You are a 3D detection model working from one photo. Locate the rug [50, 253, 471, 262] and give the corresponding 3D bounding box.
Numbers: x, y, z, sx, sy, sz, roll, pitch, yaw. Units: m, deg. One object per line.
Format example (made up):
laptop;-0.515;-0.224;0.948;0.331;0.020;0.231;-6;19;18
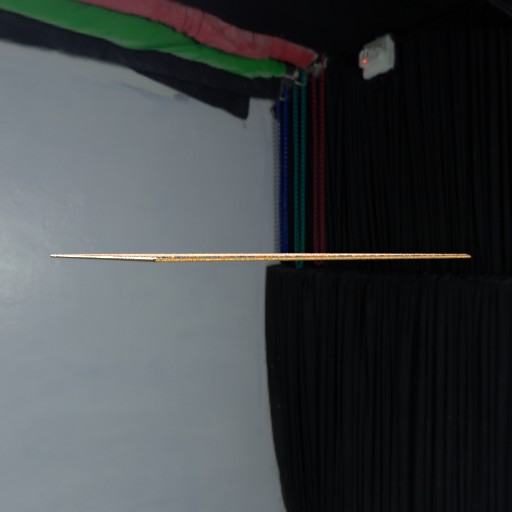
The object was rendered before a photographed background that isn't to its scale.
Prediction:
rug;0.000;0.000;4.095;3.040;0.031;2.435;0;1;-36
